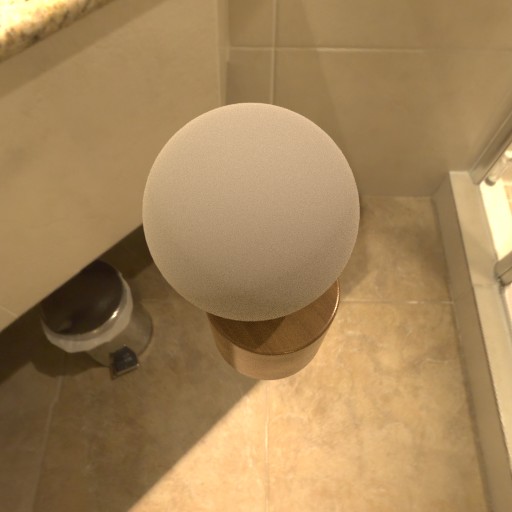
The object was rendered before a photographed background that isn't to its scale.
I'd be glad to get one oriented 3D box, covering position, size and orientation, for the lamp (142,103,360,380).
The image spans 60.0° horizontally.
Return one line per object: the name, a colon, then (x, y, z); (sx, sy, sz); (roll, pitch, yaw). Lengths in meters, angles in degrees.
lamp: (0.000, 0.000, 0.344); (0.141, 0.250, 0.152); (-33, 68, -15)
